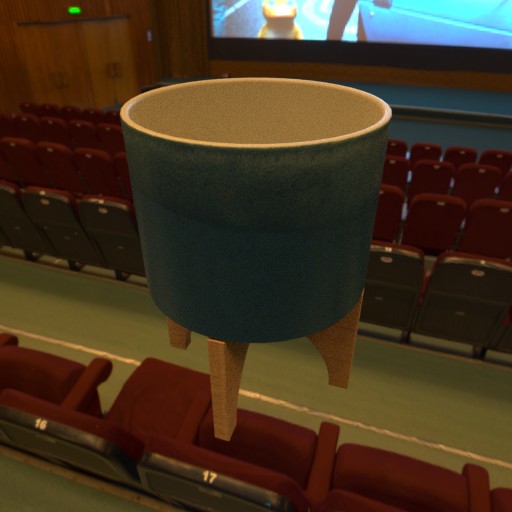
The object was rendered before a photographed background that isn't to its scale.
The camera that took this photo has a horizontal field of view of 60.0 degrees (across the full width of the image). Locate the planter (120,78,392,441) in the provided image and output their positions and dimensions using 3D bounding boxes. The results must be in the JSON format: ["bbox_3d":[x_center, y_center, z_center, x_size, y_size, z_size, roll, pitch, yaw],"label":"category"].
[{"bbox_3d":[0.000,0.000,0.393,0.192,0.263,0.192,0,32,0],"label":"planter"}]
